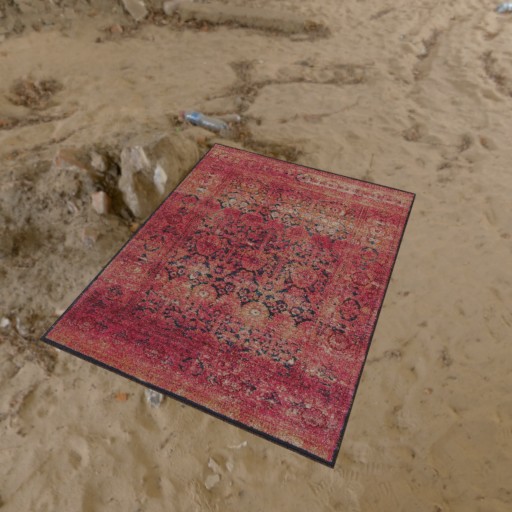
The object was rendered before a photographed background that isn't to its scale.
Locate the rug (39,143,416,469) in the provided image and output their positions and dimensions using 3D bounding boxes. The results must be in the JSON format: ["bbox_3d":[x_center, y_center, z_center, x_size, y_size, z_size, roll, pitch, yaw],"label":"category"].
[{"bbox_3d":[0.000,0.000,4.111,2.411,0.020,3.032,18,50,16],"label":"rug"}]
